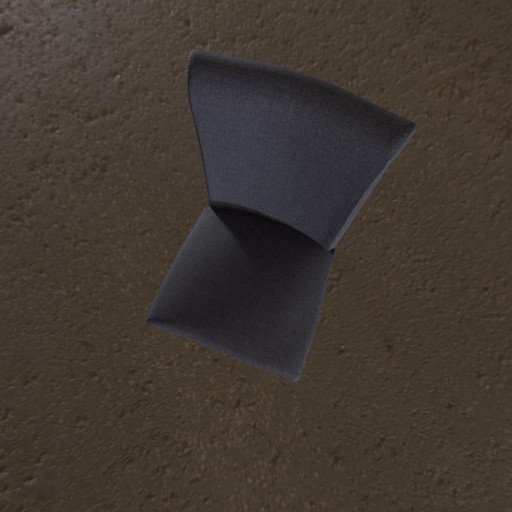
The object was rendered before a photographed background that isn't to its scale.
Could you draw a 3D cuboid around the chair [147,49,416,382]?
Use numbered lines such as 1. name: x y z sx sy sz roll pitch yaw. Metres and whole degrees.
1. chair: 0.000 0.000 1.340 0.513 0.988 0.608 20 77 5
